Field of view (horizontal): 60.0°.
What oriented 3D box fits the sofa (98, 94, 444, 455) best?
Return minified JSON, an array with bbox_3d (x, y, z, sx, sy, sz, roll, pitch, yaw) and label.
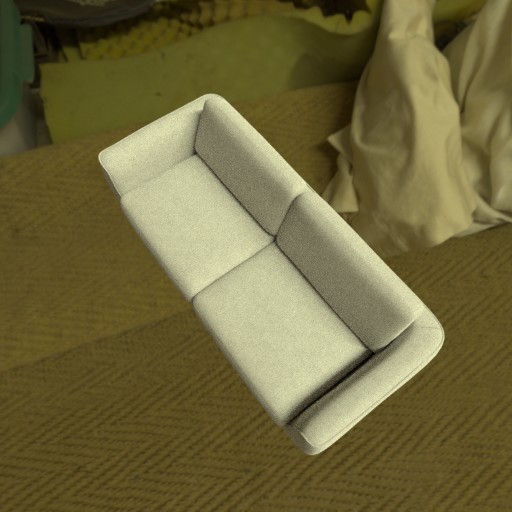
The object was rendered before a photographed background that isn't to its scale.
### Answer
[{"bbox_3d":[0.000,0.000,2.491,0.920,0.850,2.000,-34,68,-16],"label":"sofa"}]
